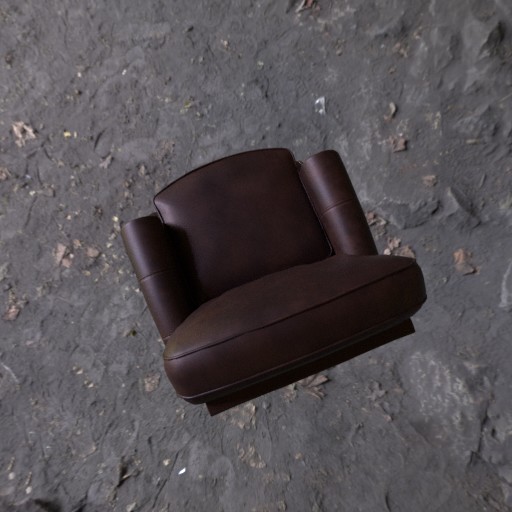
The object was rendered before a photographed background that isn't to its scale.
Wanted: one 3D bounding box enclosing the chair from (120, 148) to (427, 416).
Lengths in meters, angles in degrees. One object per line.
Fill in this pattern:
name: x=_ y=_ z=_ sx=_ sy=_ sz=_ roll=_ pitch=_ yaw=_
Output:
chair: x=0.000 y=0.000 z=1.781 sx=0.936 sy=1.018 sz=0.986 roll=-21 pitch=76 yaw=-5
